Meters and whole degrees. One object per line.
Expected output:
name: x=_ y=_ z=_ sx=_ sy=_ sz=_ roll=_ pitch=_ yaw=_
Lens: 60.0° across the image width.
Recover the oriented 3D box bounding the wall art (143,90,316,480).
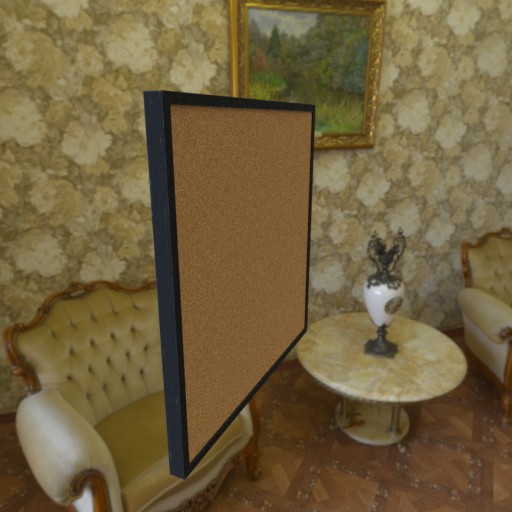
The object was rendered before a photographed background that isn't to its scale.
wall art: x=0.000 y=0.000 z=1.145 sx=0.037 sy=0.761 sz=0.761 roll=8 pitch=19 yaw=25
